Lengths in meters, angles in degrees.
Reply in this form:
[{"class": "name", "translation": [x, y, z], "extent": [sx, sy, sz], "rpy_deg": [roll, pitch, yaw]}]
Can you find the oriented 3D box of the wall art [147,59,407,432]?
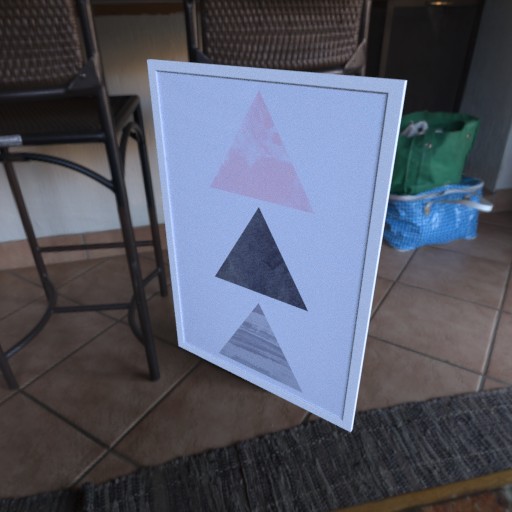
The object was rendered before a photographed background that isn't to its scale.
[{"class": "wall art", "translation": [0.000, 0.000, 1.198], "extent": [0.659, 0.940, 0.013], "rpy_deg": [18, 34, 29]}]
